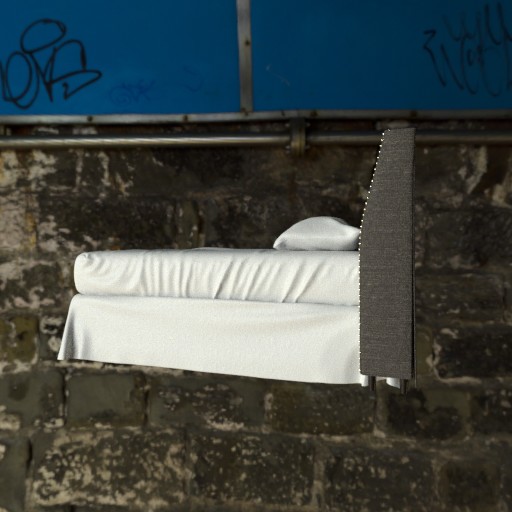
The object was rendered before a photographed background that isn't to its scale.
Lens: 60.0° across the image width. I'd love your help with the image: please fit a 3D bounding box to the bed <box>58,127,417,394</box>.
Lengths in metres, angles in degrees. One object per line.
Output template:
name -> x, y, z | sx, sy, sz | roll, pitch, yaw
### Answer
bed -> 0.000, 0.000, 3.393 | 2.276, 1.332, 1.925 | 0, 1, 18
